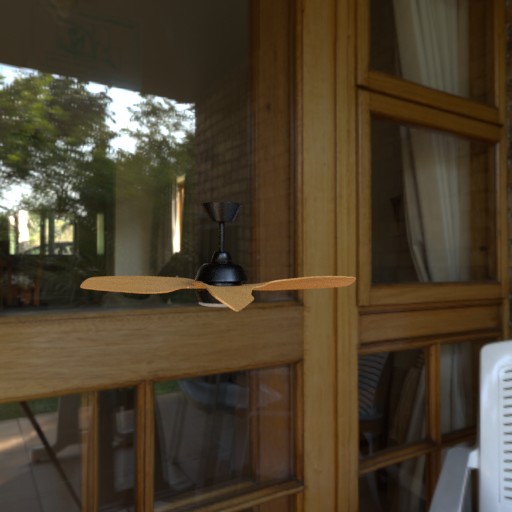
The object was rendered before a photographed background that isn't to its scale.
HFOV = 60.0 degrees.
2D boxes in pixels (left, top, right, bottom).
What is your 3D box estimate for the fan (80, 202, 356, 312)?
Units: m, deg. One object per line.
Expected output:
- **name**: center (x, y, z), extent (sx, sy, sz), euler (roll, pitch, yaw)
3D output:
- **fan**: center (0.000, 0.000, 1.637), extent (1.010, 0.355, 1.142), euler (1, -1, -36)
